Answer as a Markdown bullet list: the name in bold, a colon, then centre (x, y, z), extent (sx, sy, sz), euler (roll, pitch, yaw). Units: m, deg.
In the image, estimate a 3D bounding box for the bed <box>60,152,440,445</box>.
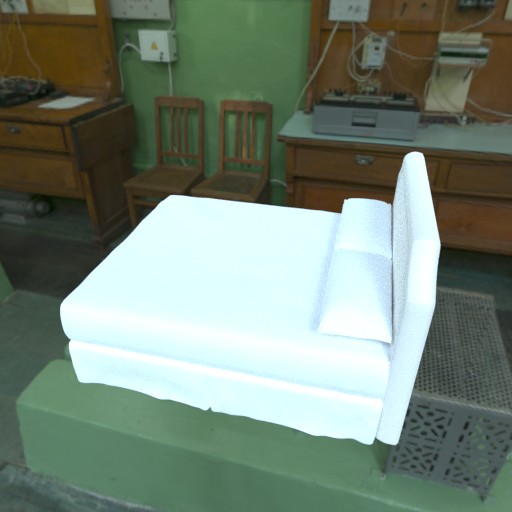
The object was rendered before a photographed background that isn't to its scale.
- **bed**: centre (0.000, 0.000, 3.771), extent (2.548, 1.524, 2.134), euler (8, 33, 12)
